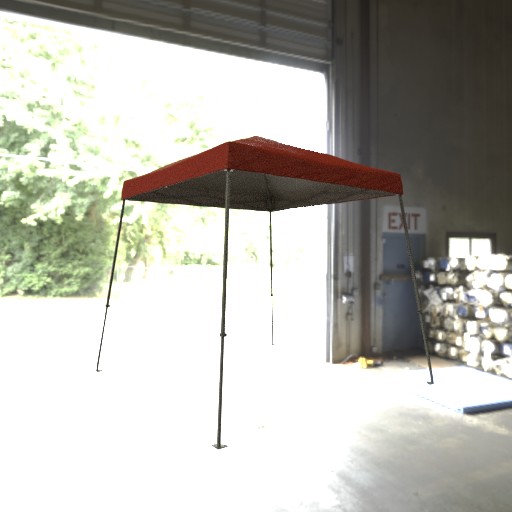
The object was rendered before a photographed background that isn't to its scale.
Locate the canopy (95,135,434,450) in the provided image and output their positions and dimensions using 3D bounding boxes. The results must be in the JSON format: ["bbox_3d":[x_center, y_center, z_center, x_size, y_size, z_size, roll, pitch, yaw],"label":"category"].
[{"bbox_3d":[0.000,0.000,5.234,2.849,2.850,2.850,0,0,-37],"label":"canopy"}]
